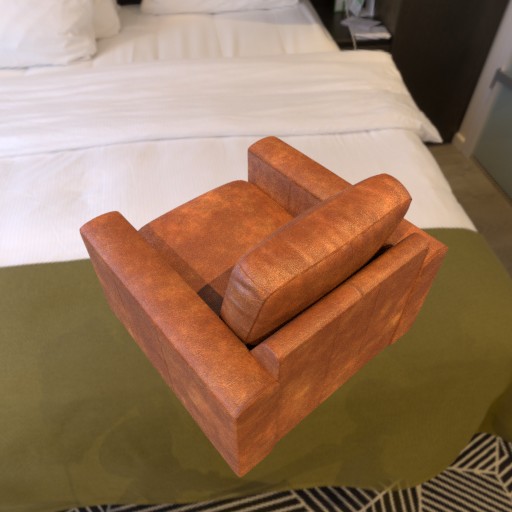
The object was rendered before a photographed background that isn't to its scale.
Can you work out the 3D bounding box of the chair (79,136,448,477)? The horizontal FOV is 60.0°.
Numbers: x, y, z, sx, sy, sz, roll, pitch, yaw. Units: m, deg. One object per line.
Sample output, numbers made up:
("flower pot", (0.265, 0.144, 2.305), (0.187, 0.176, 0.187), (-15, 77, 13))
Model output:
("chair", (0.000, 0.000, 1.752), (1.005, 0.873, 1.016), (-32, 55, -26))
